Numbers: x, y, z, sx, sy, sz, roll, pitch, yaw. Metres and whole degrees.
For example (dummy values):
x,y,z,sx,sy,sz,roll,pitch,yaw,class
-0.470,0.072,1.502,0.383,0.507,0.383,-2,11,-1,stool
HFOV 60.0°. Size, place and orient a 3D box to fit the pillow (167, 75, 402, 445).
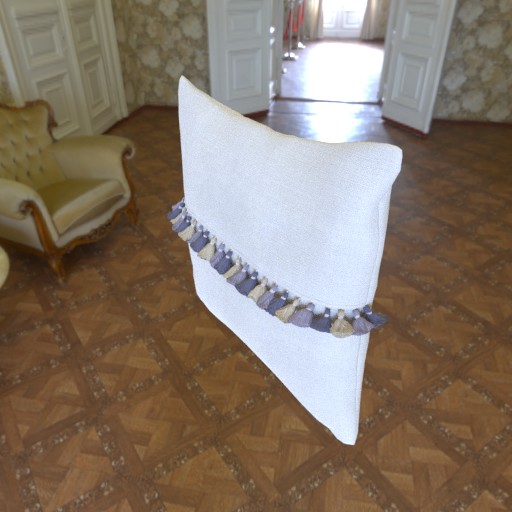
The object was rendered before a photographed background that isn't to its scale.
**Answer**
x,y,z,sx,sy,sz,roll,pitch,yaw,class
0.000,0.000,0.722,0.165,0.481,0.489,-22,39,-30,pillow
